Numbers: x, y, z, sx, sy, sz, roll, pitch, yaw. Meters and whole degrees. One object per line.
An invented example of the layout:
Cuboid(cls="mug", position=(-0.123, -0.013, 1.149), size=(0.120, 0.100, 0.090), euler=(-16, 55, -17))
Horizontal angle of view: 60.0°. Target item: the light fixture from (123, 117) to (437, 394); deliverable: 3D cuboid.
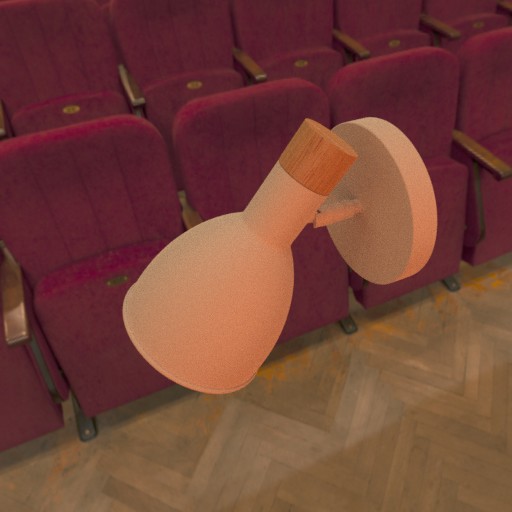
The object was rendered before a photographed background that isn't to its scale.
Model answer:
Cuboid(cls="light fixture", position=(0.000, 0.000, 0.331), size=(0.209, 0.199, 0.127), euler=(-18, 49, -16))
